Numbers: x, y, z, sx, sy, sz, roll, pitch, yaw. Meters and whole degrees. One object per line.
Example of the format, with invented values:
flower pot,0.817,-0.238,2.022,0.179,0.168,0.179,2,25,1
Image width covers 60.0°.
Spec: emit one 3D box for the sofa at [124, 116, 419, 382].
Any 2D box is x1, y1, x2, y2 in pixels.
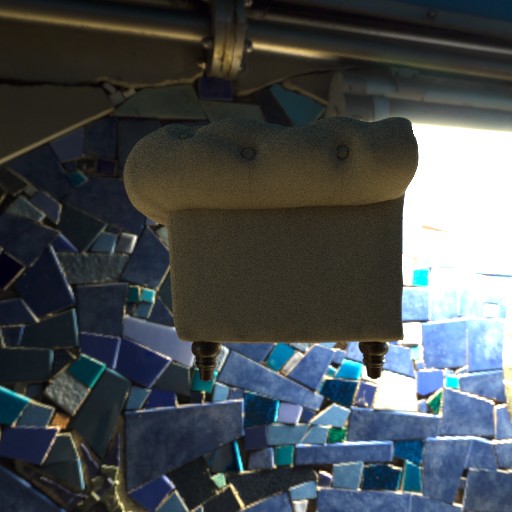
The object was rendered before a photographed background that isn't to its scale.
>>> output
sofa,0.000,0.000,1.993,1.034,0.878,1.405,0,-1,-1
